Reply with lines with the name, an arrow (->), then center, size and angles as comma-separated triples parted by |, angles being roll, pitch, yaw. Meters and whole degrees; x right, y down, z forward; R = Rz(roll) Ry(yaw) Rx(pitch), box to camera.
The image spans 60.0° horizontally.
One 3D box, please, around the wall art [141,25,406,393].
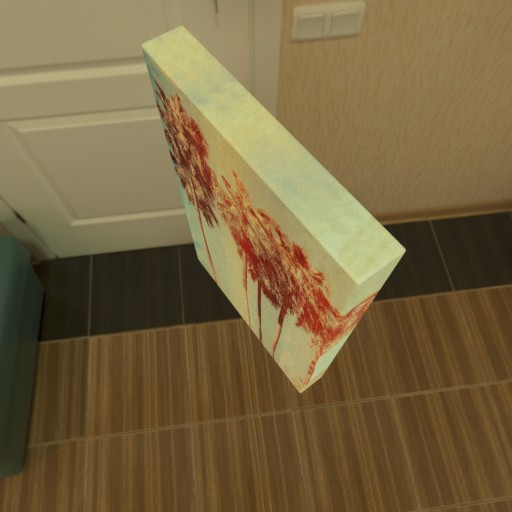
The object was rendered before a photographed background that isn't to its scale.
wall art -> 0.000, 0.000, 0.474 | 0.039, 0.380, 0.251 | -33, 68, -15
